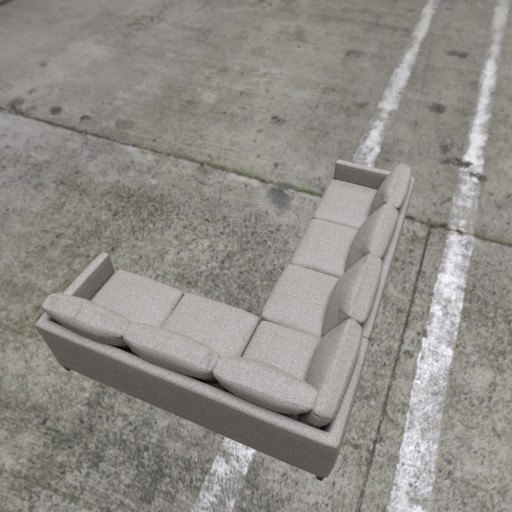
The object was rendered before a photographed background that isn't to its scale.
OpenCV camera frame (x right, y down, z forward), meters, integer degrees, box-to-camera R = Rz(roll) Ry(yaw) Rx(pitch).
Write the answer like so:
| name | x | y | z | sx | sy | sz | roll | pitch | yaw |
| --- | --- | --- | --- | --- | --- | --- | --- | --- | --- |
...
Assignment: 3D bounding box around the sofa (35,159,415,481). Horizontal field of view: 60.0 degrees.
| name | x | y | z | sx | sy | sz | roll | pitch | yaw |
| --- | --- | --- | --- | --- | --- | --- | --- | --- | --- |
| sofa | 0.000 | 0.000 | 4.465 | 2.593 | 0.947 | 3.302 | 17 | 49 | 16 |
